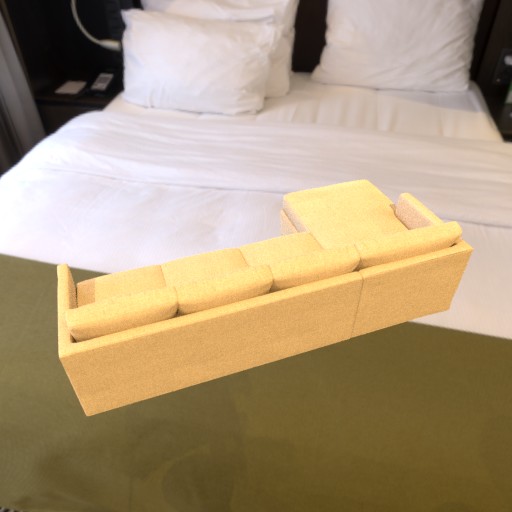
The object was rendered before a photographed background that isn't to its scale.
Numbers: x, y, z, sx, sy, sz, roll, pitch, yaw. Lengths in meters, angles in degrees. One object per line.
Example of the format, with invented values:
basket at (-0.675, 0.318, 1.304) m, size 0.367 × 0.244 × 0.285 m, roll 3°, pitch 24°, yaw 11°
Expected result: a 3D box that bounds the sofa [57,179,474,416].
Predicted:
sofa at (0.000, 0.000, 3.922) m, size 3.205 × 0.922 × 1.650 m, roll -13°, pitch 42°, yaw -15°
